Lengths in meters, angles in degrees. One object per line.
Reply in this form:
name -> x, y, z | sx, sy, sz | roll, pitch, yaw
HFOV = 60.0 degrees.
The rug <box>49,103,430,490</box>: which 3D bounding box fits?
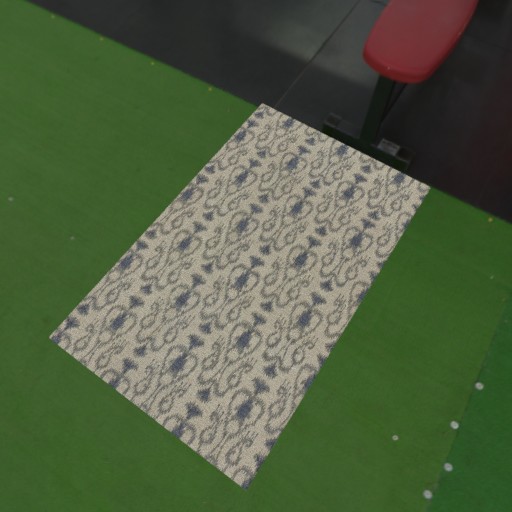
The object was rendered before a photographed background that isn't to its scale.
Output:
rug -> 0.000, 0.000, 2.081 | 1.035, 0.006, 1.652 | 31, 67, 15
